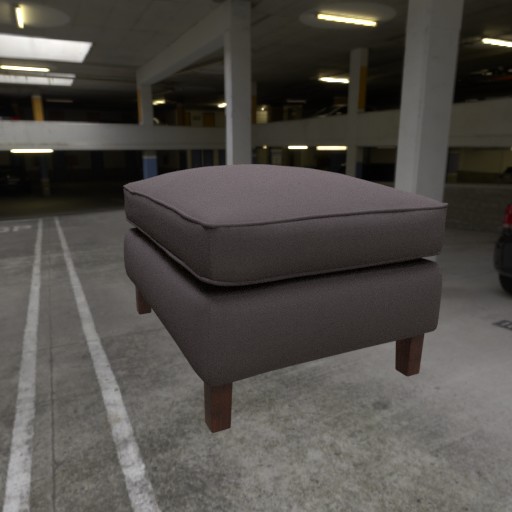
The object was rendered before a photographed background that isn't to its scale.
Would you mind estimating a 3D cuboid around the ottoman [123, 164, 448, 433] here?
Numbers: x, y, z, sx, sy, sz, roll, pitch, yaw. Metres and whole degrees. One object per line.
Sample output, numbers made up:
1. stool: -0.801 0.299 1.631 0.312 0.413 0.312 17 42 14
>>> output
1. ottoman: 0.000 0.000 1.013 0.508 0.406 0.686 -7 15 -25
